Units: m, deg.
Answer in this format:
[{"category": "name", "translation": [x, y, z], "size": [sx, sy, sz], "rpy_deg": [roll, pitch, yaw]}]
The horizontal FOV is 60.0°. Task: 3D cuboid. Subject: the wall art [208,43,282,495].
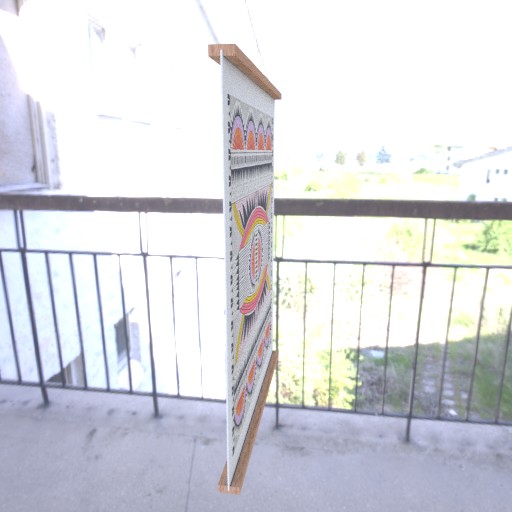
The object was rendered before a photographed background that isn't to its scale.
[{"category": "wall art", "translation": [0.000, 0.000, 0.694], "size": [0.028, 0.527, 0.403], "rpy_deg": [2, 13, 10]}]
